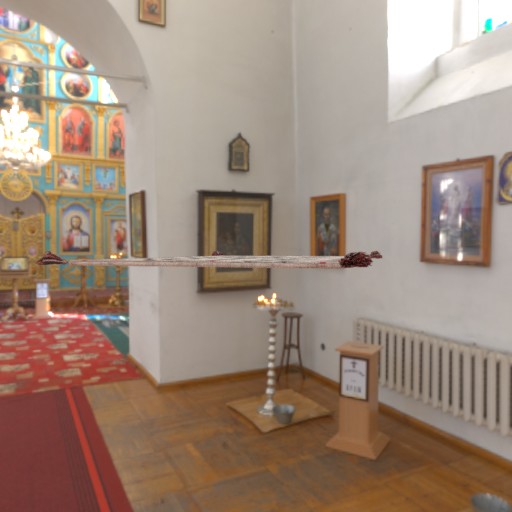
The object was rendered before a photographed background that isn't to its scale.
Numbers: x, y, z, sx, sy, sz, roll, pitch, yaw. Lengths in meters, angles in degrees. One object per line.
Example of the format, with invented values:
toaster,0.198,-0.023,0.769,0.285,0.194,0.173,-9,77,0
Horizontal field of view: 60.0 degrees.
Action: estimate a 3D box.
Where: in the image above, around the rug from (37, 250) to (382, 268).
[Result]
rug,0.000,0.000,2.676,1.444,0.067,2.069,0,1,17
